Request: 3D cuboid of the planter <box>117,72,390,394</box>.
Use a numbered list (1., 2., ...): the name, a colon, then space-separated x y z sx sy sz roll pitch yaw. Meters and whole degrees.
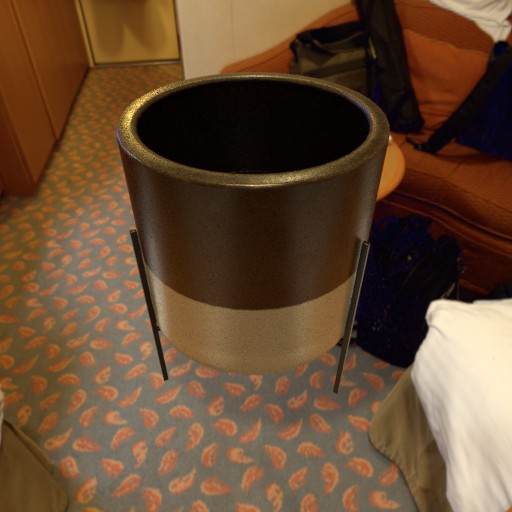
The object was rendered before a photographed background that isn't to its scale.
1. planter: 0.000 0.000 0.713 0.354 0.465 0.345 24 46 26
